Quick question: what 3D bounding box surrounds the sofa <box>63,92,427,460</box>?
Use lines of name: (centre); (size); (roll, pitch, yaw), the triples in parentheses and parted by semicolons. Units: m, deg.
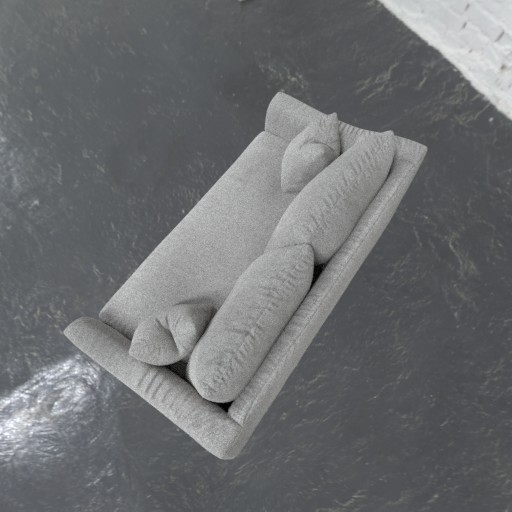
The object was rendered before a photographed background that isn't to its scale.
sofa: (0.000, 0.000, 2.645); (1.072, 1.018, 2.010); (32, 69, 14)
